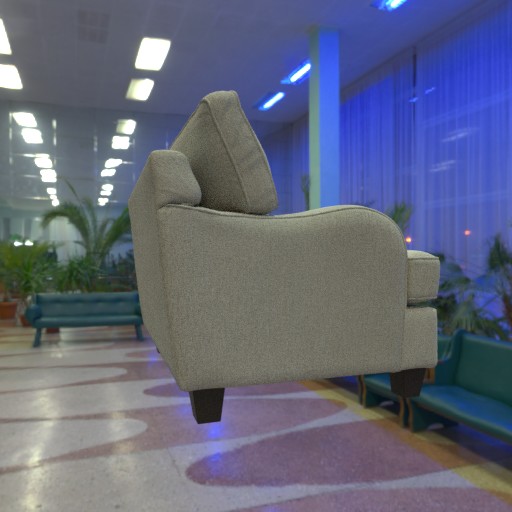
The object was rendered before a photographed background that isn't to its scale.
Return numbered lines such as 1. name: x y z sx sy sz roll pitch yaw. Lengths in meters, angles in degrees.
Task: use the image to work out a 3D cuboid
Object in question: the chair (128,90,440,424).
1. chair: 0.000 0.000 1.976 1.041 1.016 1.220 0 0 -19
